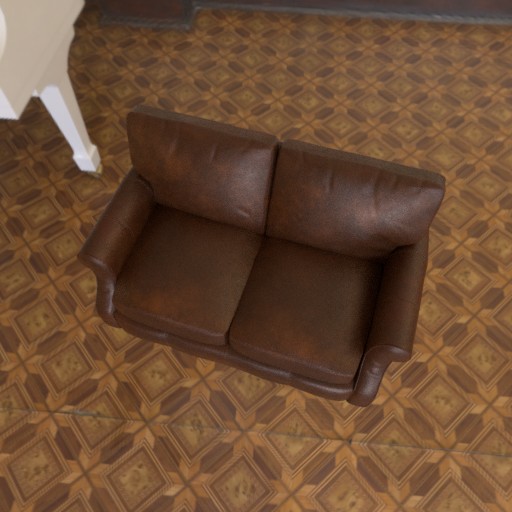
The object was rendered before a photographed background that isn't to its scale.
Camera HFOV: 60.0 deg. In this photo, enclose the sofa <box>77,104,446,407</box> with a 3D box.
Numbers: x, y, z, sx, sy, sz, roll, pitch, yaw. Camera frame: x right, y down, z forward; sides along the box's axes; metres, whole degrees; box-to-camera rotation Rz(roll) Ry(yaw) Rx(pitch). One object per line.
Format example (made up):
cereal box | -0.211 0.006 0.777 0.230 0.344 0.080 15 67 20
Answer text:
sofa | 0.000 0.000 2.242 1.616 0.976 0.990 16 60 9
